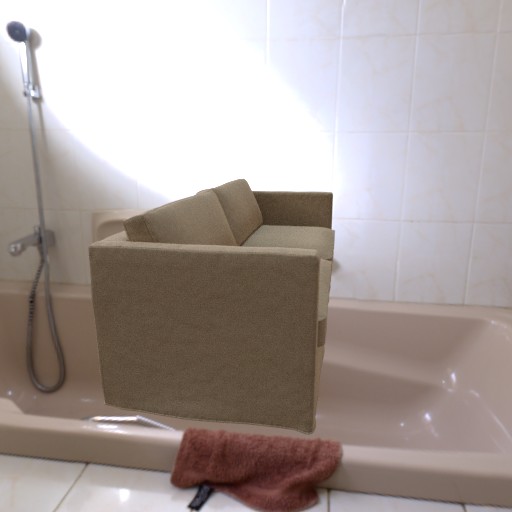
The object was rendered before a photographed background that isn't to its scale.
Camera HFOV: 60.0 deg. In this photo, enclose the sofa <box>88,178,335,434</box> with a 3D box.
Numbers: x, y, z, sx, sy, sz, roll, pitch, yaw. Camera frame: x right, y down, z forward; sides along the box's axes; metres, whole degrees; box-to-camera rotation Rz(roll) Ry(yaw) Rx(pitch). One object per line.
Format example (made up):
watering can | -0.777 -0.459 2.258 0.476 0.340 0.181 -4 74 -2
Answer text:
sofa | 0.000 0.000 2.829 0.962 0.853 2.312 3 14 10
